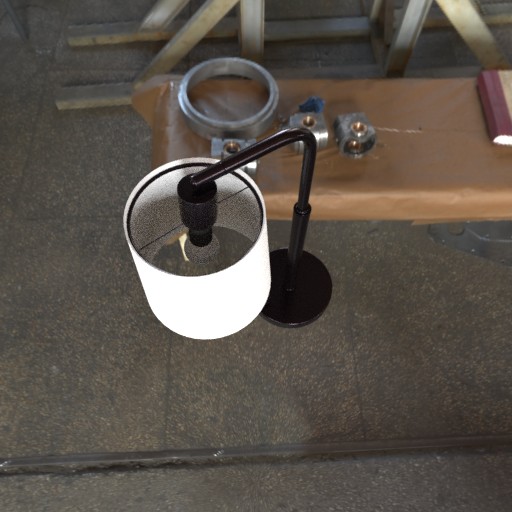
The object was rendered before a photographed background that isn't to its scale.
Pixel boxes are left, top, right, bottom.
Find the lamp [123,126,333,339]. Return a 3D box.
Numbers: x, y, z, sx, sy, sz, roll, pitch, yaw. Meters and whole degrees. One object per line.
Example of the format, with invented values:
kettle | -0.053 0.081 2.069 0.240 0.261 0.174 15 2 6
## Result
lamp | 0.000 0.000 0.652 0.333 0.489 0.171 -33 68 -15
